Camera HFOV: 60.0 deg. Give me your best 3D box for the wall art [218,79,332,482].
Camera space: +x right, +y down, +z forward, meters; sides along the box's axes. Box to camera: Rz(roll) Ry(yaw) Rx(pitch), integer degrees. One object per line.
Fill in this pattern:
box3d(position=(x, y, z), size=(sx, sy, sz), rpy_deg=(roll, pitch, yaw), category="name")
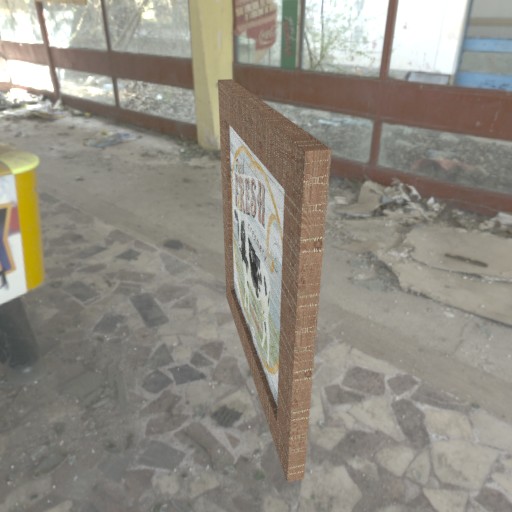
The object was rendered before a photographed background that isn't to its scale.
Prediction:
box3d(position=(0.000, 0.000, 0.801), size=(0.029, 0.531, 0.531), rpy_deg=(-7, 30, -12), category="wall art")
